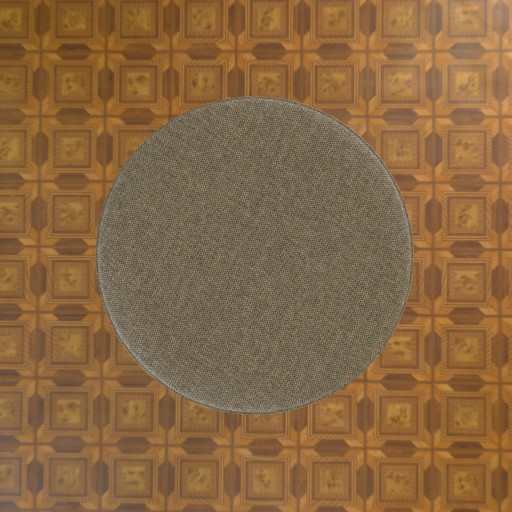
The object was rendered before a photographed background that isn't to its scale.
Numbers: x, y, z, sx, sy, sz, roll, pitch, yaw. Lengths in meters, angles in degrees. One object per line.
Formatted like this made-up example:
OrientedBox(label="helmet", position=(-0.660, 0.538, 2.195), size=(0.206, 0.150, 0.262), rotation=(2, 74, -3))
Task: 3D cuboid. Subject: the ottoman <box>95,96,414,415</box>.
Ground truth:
OrientedBox(label="ottoman", position=(0.000, 0.000, 0.900), size=(0.520, 0.430, 0.520), rotation=(0, 90, 1))
